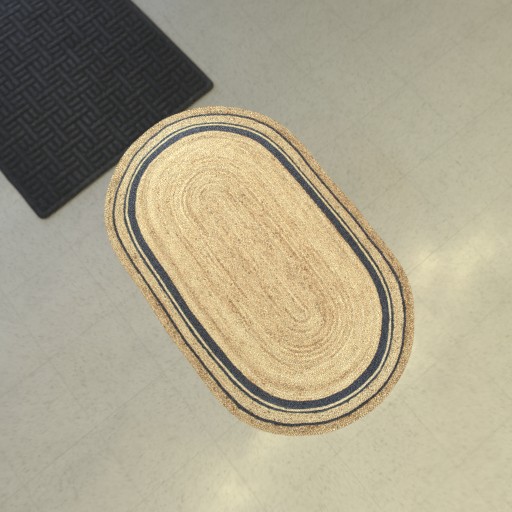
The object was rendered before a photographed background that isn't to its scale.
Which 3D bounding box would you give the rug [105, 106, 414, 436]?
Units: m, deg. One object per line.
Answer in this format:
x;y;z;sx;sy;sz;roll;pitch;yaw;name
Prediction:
0.000;0.000;2.968;1.520;0.006;2.432;-36;79;-8;rug
